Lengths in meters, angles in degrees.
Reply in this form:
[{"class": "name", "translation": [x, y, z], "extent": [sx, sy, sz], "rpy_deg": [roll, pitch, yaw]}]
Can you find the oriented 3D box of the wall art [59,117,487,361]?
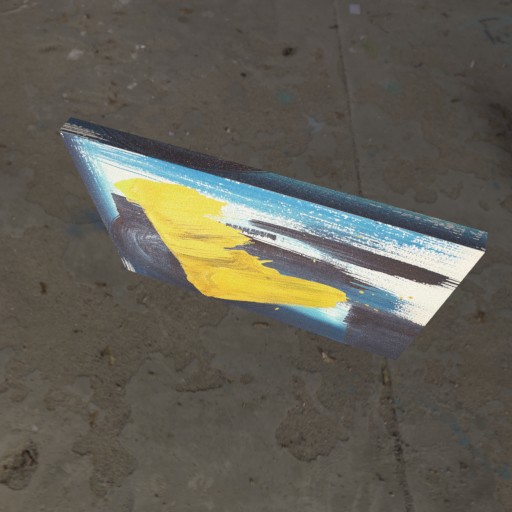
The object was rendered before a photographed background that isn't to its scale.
[{"class": "wall art", "translation": [0.000, 0.000, 0.777], "extent": [0.609, 0.406, 0.033], "rpy_deg": [17, 60, 11]}]
